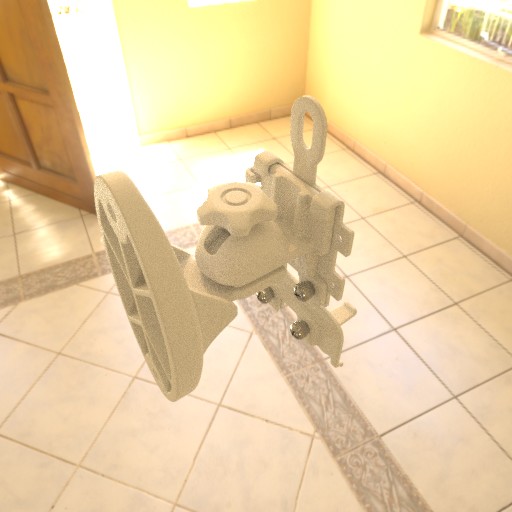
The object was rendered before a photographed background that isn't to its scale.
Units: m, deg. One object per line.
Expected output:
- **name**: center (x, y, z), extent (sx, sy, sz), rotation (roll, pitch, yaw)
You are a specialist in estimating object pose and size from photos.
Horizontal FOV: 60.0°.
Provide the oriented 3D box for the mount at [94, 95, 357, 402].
- **mount**: center (0.000, 0.000, 0.176), extent (0.100, 0.118, 0.066), rotation (-26, 48, -25)
